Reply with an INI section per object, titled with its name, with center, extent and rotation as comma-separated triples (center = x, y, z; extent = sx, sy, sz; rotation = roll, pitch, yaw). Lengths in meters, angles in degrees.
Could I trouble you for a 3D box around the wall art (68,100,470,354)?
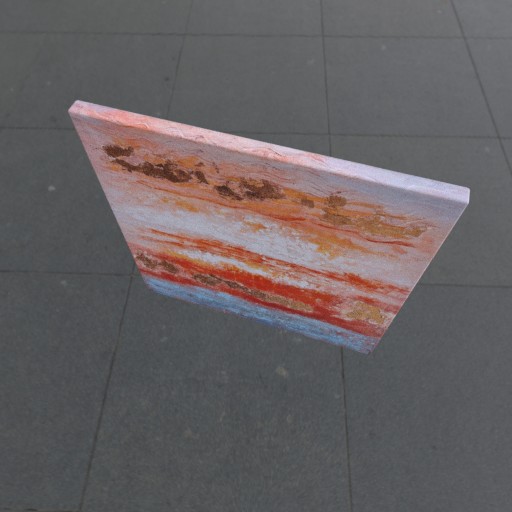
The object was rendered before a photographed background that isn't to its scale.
[wall art]
center = 0.000, 0.000, 1.114
extent = 0.747, 0.747, 0.035
rotation = 15, 59, 9
